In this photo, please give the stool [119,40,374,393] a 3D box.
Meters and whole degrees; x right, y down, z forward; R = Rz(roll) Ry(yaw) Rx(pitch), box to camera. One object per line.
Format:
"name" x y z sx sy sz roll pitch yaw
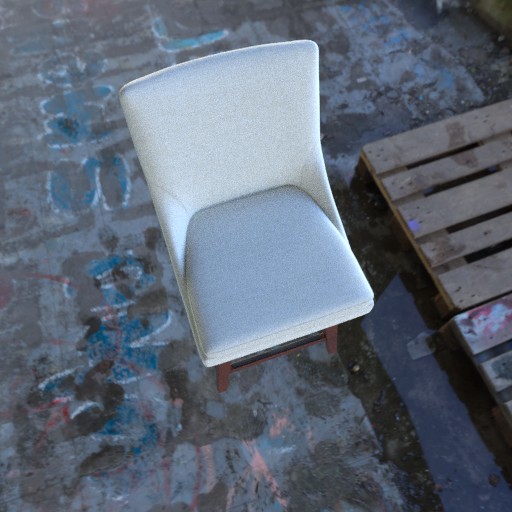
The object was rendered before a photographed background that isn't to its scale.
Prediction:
"stool" 0.000 0.000 1.300 0.469 0.991 0.559 -17 66 -8
